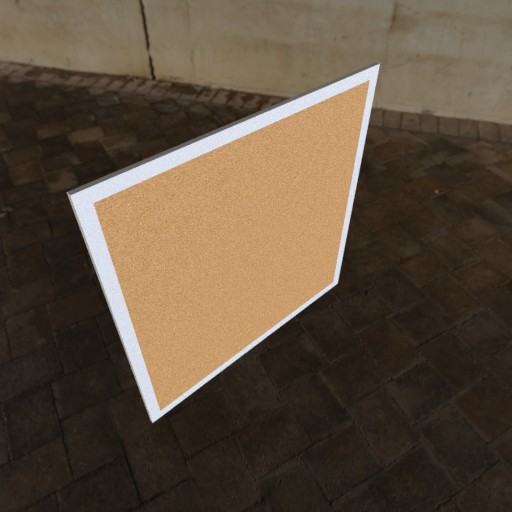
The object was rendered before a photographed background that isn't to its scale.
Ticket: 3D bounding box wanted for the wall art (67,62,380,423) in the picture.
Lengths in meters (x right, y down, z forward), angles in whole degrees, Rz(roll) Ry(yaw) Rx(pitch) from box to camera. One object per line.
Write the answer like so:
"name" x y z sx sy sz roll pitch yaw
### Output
"wall art" 0.000 0.000 1.193 0.812 0.813 0.013 -32 53 -28
